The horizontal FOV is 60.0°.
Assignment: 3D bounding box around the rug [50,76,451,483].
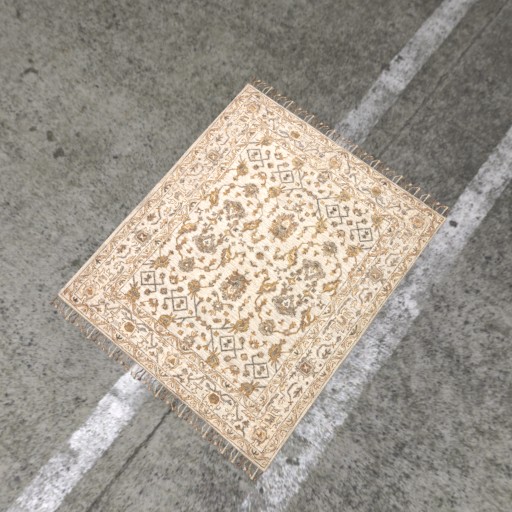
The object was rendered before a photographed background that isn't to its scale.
[{"bbox_3d":[0.000,0.000,4.143,2.426,0.034,3.061,37,79,9],"label":"rug"}]
